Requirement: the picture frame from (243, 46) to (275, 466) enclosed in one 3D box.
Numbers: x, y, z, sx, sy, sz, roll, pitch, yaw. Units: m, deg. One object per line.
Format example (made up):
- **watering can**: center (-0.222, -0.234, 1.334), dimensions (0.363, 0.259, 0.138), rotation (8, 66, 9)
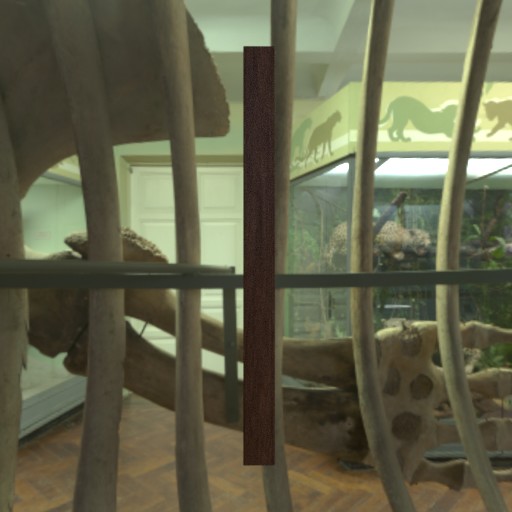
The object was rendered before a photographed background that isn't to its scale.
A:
- **picture frame**: center (0.000, 0.000, 0.539), dimensions (0.025, 0.330, 0.381), rotation (0, 0, -1)
